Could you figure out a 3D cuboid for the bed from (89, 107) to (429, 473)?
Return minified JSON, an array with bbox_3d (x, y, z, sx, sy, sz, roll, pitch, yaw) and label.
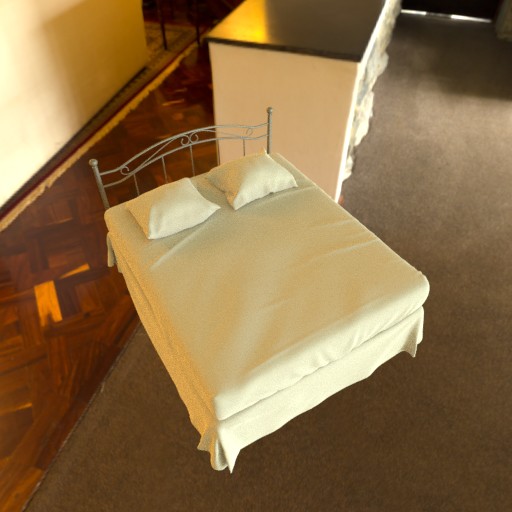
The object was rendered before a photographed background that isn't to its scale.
[{"bbox_3d":[0.000,0.000,3.376,1.936,1.080,2.215,-23,50,-21],"label":"bed"}]
